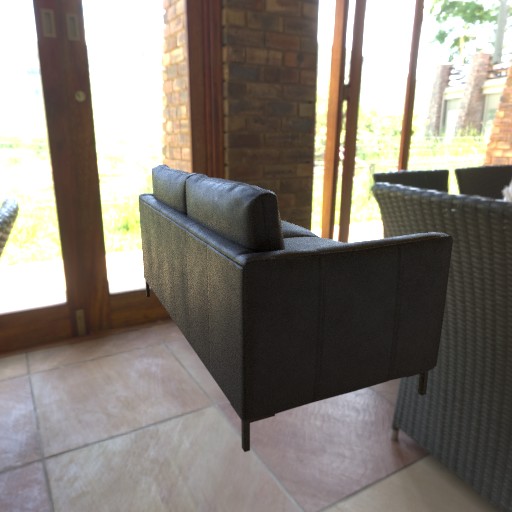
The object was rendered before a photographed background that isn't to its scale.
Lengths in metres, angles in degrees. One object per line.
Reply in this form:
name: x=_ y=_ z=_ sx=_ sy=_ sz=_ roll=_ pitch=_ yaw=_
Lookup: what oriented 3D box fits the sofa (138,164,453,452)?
sofa: x=0.000 y=0.000 z=2.320 sx=0.947 sy=0.883 sz=1.805 roll=-7 pitch=17 yaw=-26
